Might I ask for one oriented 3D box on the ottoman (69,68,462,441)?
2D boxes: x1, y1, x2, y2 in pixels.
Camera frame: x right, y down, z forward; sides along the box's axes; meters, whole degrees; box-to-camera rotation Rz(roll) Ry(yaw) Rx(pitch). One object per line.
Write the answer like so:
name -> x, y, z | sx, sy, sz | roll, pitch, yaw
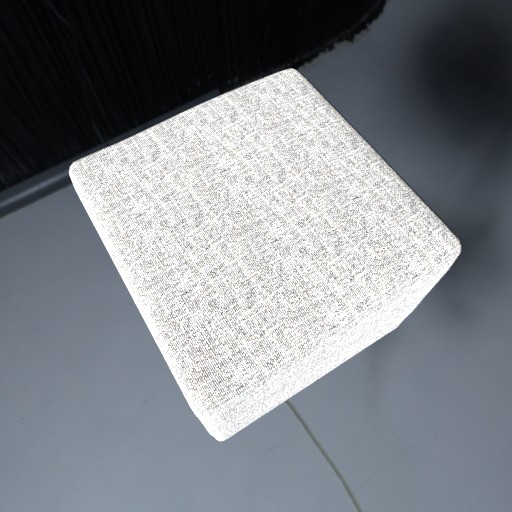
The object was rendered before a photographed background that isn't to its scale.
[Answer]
ottoman -> 0.000, 0.000, 0.932 | 0.512, 0.453, 0.521 | -29, 66, -14
